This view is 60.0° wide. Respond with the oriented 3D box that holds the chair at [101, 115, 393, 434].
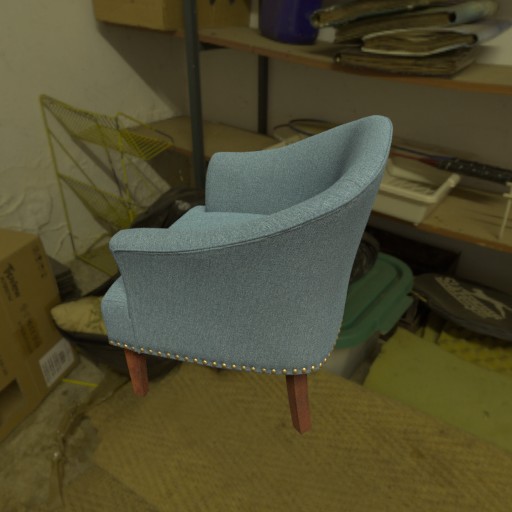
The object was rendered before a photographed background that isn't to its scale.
[{"bbox_3d":[0.000,0.000,1.376,0.704,0.815,0.772,8,30,14],"label":"chair"}]
